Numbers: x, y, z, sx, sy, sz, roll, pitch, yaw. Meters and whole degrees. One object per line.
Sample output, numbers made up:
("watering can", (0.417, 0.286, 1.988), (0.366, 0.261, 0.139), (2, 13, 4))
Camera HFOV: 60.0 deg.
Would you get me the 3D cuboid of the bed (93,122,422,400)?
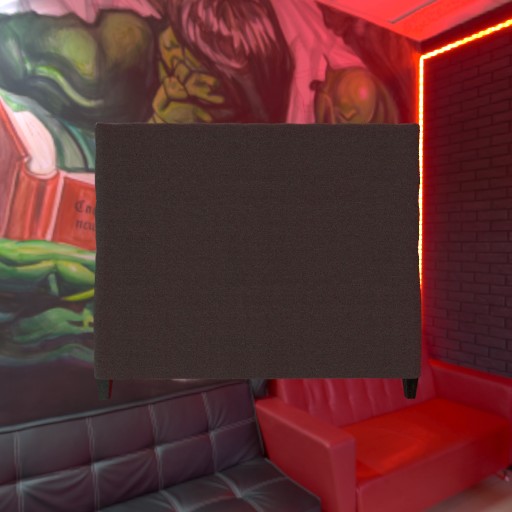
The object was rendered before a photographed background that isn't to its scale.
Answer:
("bed", (0.000, 0.000, 3.435), (1.698, 1.427, 2.387), (0, 1, -1))
